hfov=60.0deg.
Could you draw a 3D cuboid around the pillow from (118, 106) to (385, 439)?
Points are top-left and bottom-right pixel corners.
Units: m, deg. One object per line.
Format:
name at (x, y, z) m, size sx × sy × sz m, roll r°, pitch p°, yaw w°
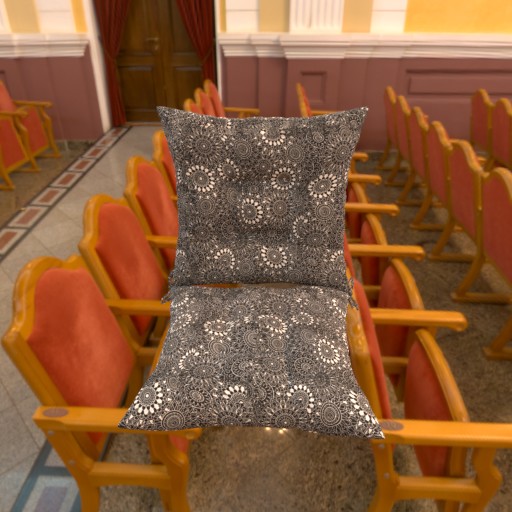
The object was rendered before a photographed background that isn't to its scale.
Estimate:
pillow at (0.000, 0.000, 0.970) m, size 0.541 × 0.536 × 0.585 m, roll 1°, pitch 30°, yaw 2°
